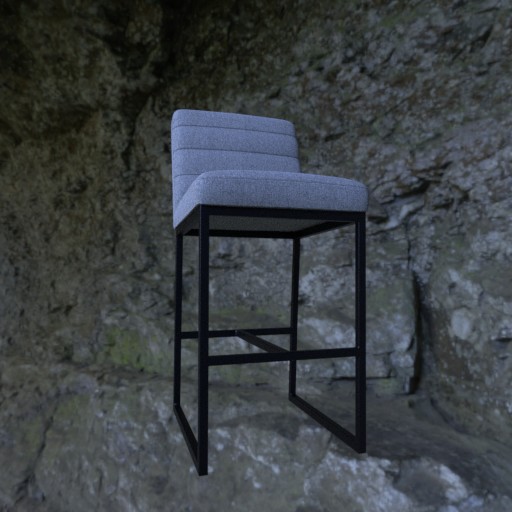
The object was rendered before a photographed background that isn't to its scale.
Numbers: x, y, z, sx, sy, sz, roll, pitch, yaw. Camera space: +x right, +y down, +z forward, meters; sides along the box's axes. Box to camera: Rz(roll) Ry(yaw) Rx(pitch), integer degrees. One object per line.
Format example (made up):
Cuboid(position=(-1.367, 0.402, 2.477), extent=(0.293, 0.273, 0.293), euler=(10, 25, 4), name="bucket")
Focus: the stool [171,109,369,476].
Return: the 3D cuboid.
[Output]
Cuboid(position=(0.000, 0.000, 1.347), extent=(0.459, 1.034, 0.571), euler=(1, -2, -17), name="stool")
